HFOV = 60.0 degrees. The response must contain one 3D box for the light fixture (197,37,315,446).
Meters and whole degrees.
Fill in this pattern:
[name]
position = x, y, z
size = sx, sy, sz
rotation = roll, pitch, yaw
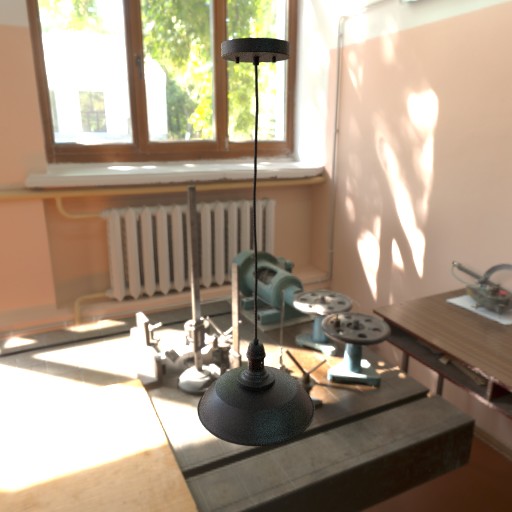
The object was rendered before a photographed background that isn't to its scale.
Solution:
[light fixture]
position = 0.000, 0.000, 1.136
size = 0.331, 0.993, 0.331
rotation = 2, 16, 9
